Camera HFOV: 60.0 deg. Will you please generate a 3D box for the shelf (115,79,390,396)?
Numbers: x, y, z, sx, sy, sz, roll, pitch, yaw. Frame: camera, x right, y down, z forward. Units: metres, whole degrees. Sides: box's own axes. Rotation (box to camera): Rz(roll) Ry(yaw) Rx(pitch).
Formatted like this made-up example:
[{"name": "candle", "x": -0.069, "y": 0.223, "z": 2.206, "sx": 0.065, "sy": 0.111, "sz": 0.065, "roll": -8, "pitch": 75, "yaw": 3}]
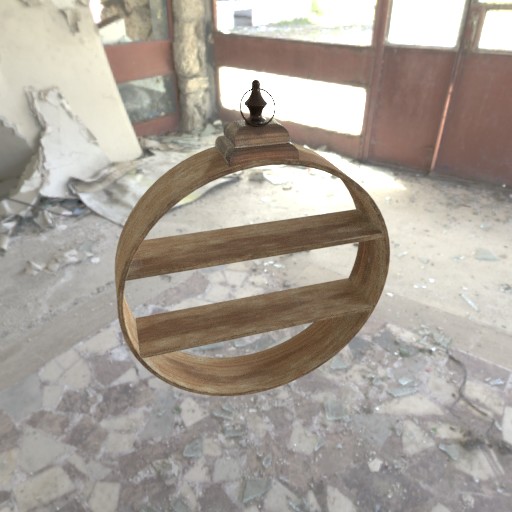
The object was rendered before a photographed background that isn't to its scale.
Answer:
[{"name": "shelf", "x": 0.000, "y": 0.000, "z": 0.964, "sx": 0.601, "sy": 0.725, "sz": 0.125, "roll": -9, "pitch": 33, "yaw": -15}]
